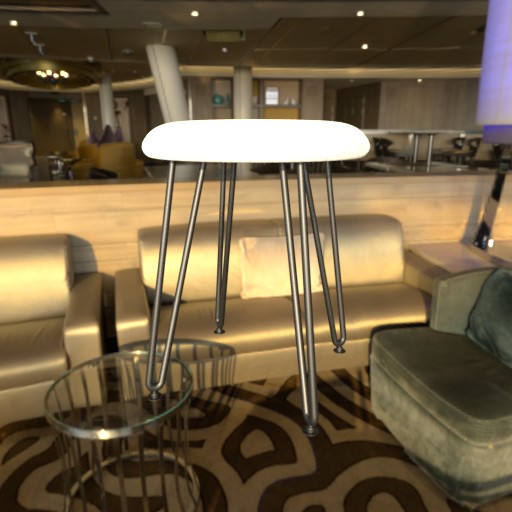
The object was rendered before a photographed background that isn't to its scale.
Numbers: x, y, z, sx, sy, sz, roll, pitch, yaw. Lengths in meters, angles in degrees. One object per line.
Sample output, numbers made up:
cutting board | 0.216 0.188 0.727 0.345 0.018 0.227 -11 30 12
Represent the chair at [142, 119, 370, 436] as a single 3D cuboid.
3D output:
chair | 0.000 0.000 0.661 0.350 0.386 0.350 -7 17 -25
